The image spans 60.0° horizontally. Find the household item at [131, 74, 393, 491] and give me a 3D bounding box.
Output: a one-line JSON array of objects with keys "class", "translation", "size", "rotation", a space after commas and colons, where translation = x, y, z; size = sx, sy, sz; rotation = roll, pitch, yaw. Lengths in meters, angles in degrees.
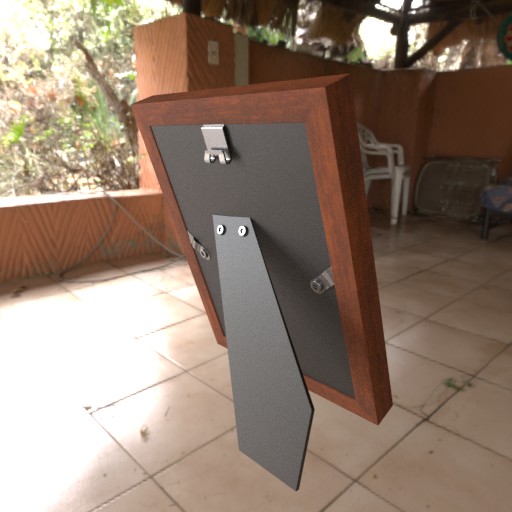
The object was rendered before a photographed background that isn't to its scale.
[{"class": "household item", "translation": [0.000, 0.000, 0.289], "size": [0.096, 0.204, 0.160], "rotation": [-15, 21, -42]}]
